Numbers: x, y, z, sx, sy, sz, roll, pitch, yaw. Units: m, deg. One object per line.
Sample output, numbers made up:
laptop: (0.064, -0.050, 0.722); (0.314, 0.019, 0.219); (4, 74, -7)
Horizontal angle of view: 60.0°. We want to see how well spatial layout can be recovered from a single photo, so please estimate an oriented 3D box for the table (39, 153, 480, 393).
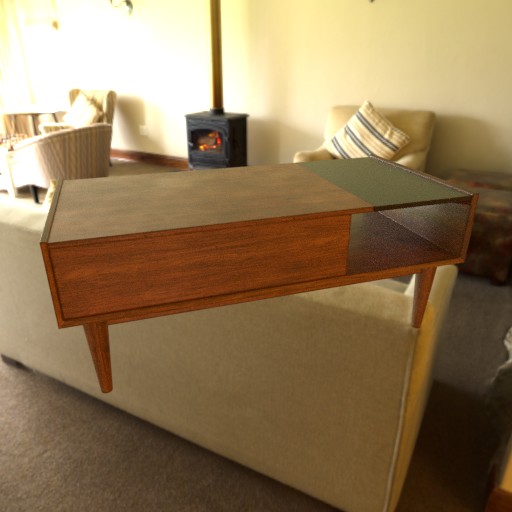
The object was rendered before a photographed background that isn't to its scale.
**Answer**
table: (0.000, 0.000, 1.534); (1.221, 0.508, 0.610); (-8, 26, -16)
